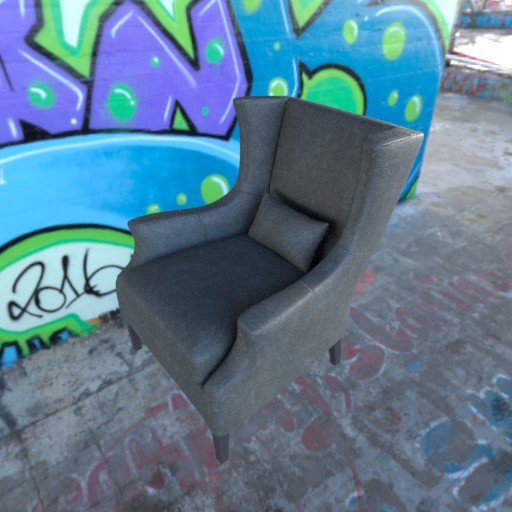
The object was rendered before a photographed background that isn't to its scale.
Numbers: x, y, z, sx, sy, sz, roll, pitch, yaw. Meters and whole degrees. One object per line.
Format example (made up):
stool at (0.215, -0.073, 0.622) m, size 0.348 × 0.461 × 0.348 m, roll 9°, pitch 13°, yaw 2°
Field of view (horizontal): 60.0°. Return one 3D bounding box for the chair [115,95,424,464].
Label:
chair at (0.000, 0.000, 1.722) m, size 0.926 × 1.016 × 0.853 m, roll -22°, pitch 39°, yaw -31°
